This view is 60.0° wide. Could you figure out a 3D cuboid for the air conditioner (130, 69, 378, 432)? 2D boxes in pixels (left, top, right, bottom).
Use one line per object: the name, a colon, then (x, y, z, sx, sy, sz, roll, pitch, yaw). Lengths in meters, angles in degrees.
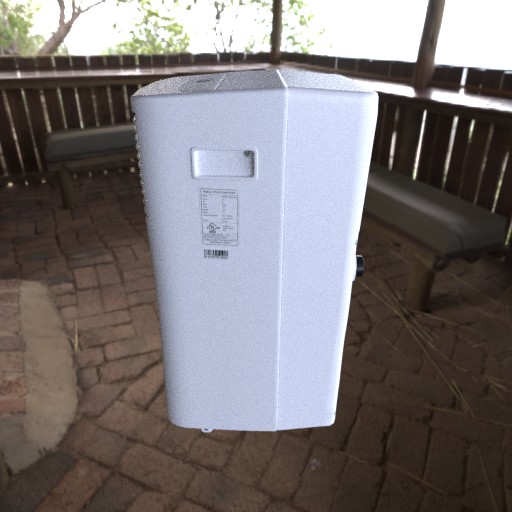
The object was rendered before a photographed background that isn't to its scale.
air conditioner: (0.000, 0.000, 0.804, 0.349, 0.606, 0.304, 0, 27, 0)
